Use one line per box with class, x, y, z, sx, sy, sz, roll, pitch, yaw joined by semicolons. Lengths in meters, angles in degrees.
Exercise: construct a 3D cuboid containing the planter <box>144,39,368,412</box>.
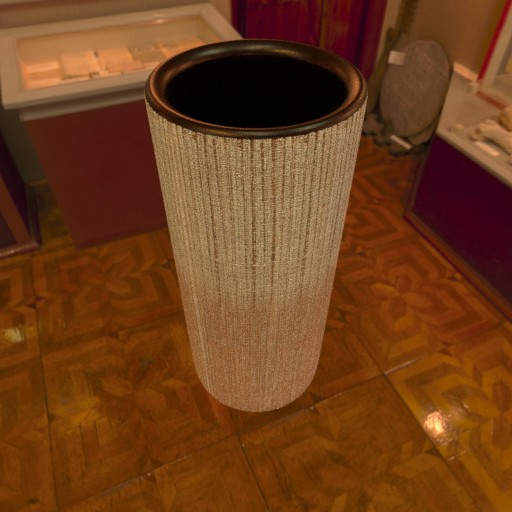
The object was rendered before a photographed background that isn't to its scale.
planter;0.000;0.000;0.279;0.100;0.227;0.100;-16;47;-15
